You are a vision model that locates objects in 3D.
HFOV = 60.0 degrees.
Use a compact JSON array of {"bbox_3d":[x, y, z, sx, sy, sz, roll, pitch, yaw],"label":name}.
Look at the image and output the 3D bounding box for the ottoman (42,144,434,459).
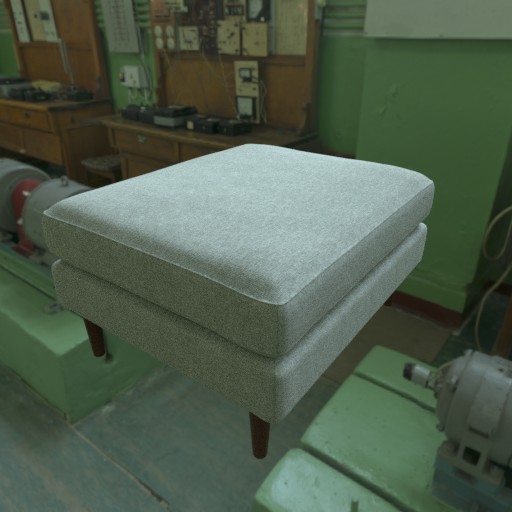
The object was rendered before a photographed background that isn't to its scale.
[{"bbox_3d":[0.000,0.000,1.228,0.693,0.474,0.821,18,32,32],"label":"ottoman"}]
